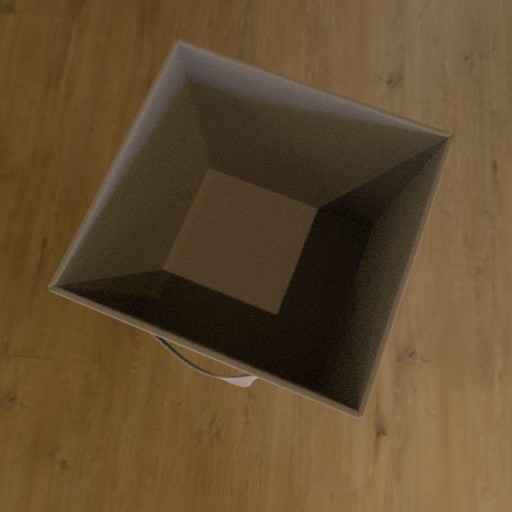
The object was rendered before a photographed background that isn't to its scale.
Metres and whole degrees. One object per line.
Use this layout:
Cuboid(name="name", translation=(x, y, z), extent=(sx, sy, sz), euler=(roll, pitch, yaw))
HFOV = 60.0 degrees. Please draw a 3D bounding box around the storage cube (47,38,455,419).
Cuboid(name="storage cube", translation=(0.000, 0.000, 0.501), extent=(0.270, 0.280, 0.270), euler=(21, 77, 5))
